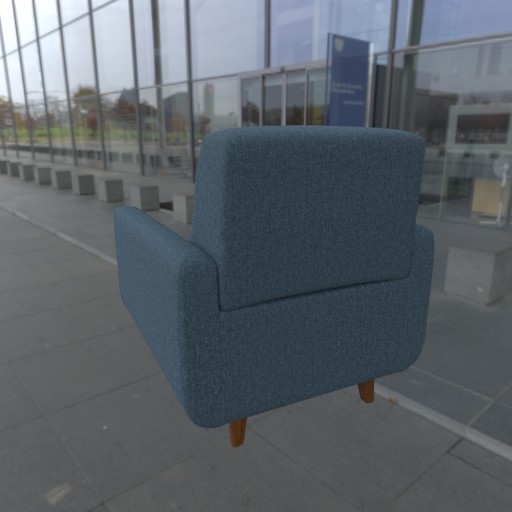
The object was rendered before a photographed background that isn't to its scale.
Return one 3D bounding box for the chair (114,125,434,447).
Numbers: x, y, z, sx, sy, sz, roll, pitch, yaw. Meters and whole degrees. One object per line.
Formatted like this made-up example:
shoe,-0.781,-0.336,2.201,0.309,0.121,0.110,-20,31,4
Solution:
chair,0.000,0.000,1.677,0.880,0.940,0.964,-8,17,-25
